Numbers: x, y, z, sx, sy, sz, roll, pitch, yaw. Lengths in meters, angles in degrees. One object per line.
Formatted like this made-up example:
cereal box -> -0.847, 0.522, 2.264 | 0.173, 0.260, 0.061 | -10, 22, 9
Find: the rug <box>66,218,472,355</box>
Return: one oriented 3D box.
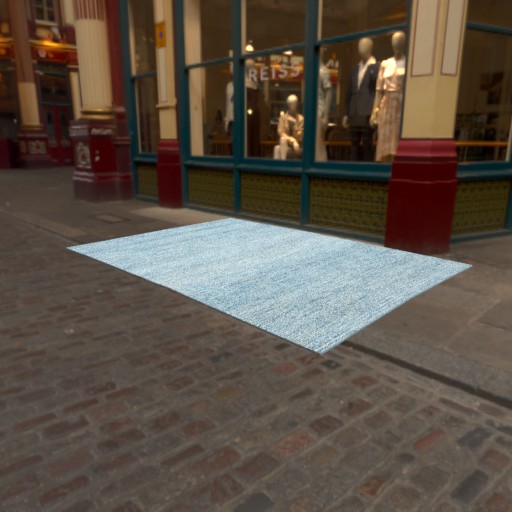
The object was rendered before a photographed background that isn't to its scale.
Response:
rug -> 0.000, 0.000, 2.982 | 2.260, 0.026, 1.611 | 15, 22, 42
